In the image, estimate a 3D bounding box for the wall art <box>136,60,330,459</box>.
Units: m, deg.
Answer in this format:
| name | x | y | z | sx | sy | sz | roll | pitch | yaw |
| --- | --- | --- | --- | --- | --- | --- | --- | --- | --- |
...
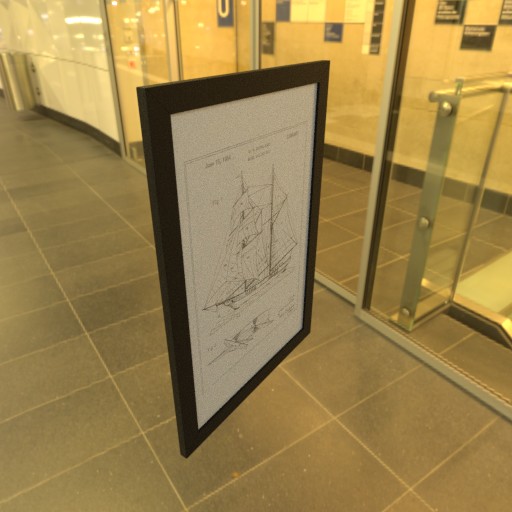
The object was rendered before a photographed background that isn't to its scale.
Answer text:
| name | x | y | z | sx | sy | sz | roll | pitch | yaw |
| --- | --- | --- | --- | --- | --- | --- | --- | --- | --- |
| wall art | 0.000 | 0.000 | 0.591 | 0.011 | 0.459 | 0.326 | 19 | 34 | 31 |
